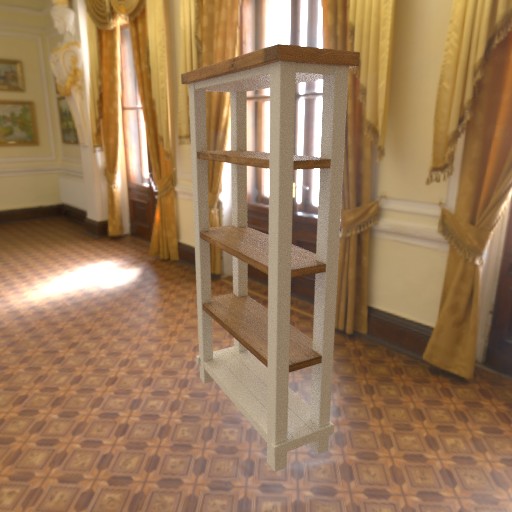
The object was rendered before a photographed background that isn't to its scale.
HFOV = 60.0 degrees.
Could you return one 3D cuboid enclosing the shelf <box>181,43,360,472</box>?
[{"bbox_3d":[0.000,0.000,2.351,0.381,1.878,1.022,-9,18,-28],"label":"shelf"}]
